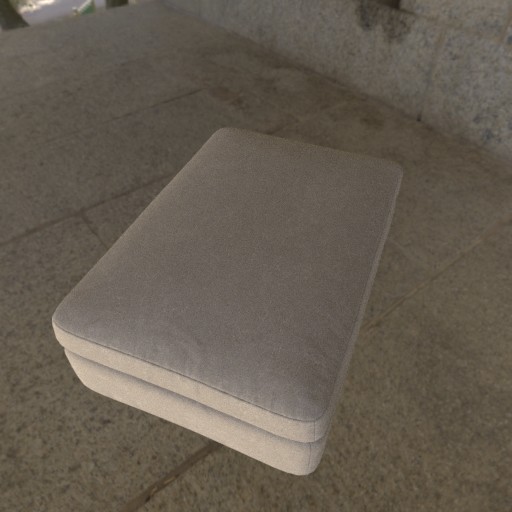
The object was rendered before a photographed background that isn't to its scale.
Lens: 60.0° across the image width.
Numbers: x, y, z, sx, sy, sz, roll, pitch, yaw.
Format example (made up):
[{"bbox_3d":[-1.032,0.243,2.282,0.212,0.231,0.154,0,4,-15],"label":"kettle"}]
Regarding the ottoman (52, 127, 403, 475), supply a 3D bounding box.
[{"bbox_3d":[0.000,0.000,1.606,0.840,0.429,1.199,16,48,15],"label":"ottoman"}]
